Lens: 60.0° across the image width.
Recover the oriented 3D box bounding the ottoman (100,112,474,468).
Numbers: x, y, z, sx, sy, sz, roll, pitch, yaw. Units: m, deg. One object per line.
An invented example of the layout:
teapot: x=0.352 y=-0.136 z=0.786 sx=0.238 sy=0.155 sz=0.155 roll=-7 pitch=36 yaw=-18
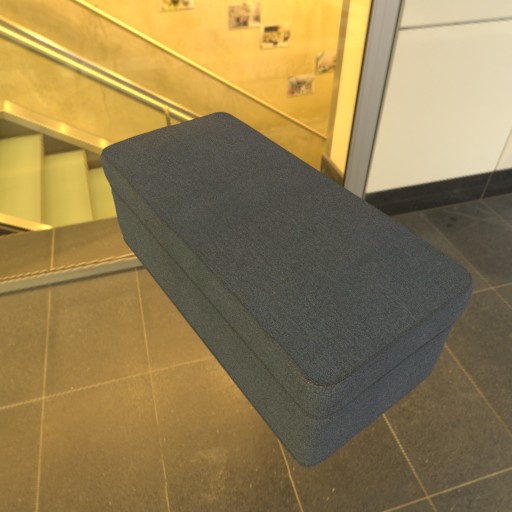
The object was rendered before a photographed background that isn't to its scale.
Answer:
ottoman: x=0.000 y=0.000 z=1.373 sx=0.515 sy=0.460 sz=1.110 roll=-26 pitch=49 yaw=-26
